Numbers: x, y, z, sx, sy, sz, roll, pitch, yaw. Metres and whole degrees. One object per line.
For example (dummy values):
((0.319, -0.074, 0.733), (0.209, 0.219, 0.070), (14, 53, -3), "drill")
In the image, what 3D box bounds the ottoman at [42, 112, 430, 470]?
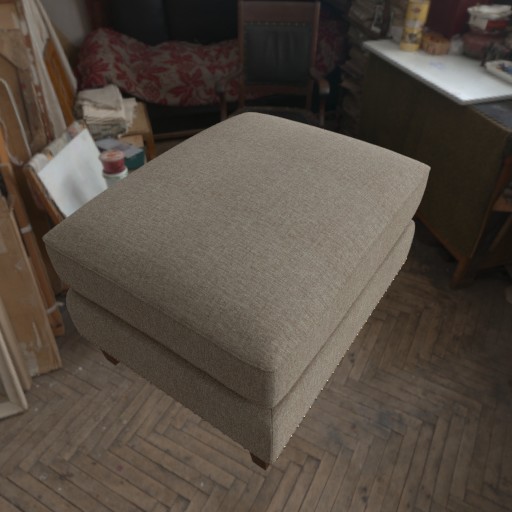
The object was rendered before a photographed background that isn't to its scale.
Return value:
((0.000, 0.000, 1.117), (0.584, 0.513, 0.741), (25, 47, 25), "ottoman")
